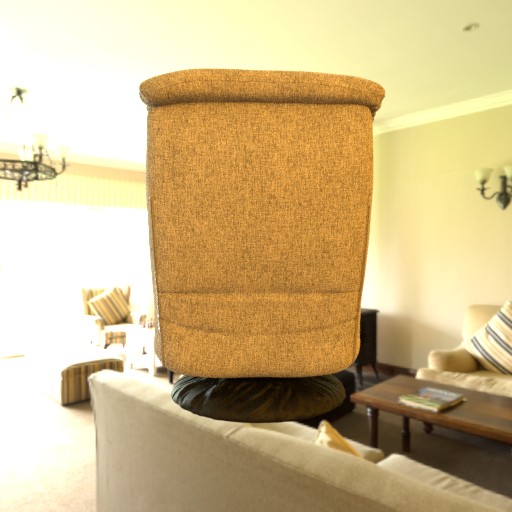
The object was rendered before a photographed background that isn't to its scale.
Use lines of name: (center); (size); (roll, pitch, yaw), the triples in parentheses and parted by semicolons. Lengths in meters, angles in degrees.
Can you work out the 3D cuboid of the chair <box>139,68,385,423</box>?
chair: (0.000, 0.000, 0.960); (0.400, 0.600, 0.583); (0, 0, -2)
